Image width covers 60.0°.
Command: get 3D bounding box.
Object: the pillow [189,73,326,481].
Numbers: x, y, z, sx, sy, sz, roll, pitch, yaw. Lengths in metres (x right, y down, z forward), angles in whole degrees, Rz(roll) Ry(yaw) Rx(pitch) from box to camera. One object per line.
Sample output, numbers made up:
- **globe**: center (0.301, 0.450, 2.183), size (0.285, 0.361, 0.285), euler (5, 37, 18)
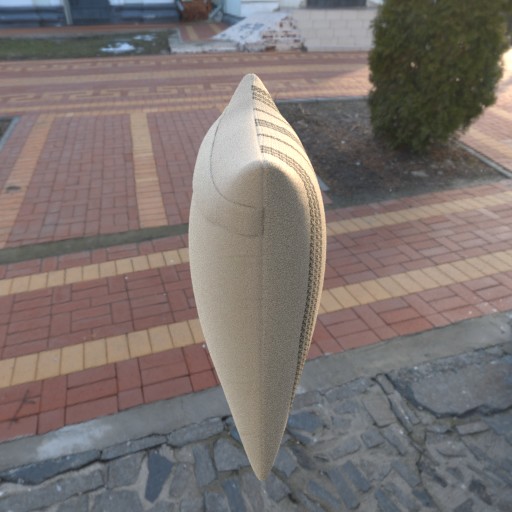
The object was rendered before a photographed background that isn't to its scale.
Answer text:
- **pillow**: center (0.000, 0.000, 0.607), size (0.173, 0.406, 0.405), euler (-1, 32, -2)
